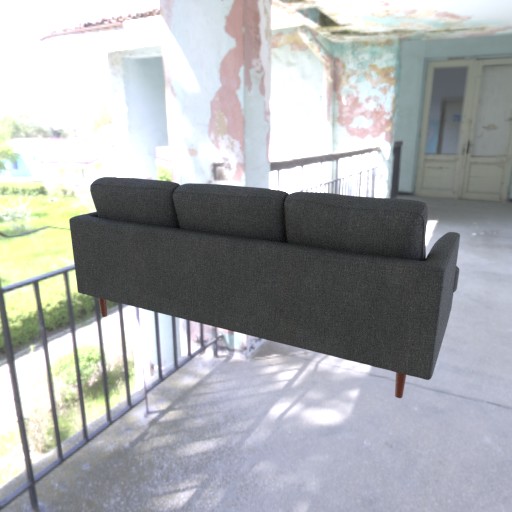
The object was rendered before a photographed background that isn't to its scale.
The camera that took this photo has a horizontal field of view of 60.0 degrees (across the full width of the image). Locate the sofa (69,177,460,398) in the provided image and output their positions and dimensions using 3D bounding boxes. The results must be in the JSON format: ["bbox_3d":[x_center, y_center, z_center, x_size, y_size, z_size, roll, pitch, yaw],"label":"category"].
[{"bbox_3d":[0.000,0.000,2.728,2.246,0.930,0.903,9,19,27],"label":"sofa"}]
